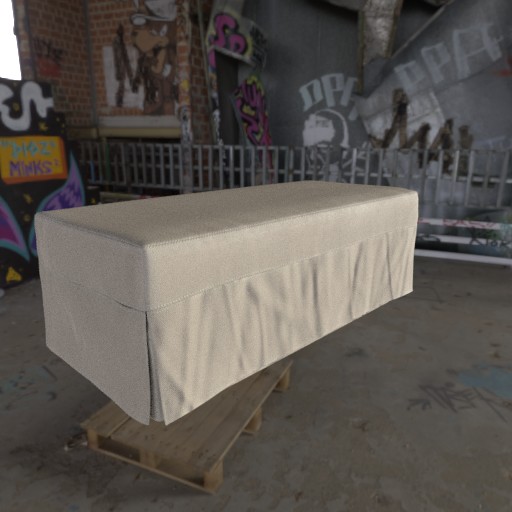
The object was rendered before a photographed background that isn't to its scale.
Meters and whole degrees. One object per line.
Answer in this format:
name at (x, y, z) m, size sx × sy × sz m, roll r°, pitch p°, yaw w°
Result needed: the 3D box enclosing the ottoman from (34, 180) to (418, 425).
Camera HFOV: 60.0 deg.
ottoman at (0.000, 0.000, 1.664) m, size 0.665 × 0.457 × 1.388 m, roll 15°, pitch 21°, yaw 42°
